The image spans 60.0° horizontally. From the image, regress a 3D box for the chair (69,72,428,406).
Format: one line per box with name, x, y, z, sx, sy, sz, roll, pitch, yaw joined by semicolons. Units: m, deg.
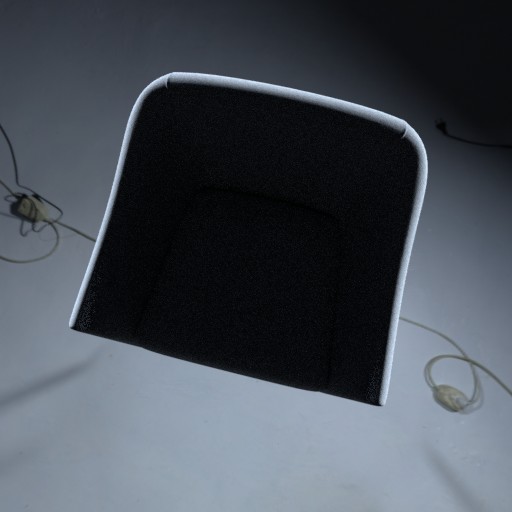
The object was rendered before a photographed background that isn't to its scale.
chair;0.000;0.000;1.348;0.790;0.720;0.700;13;75;4
